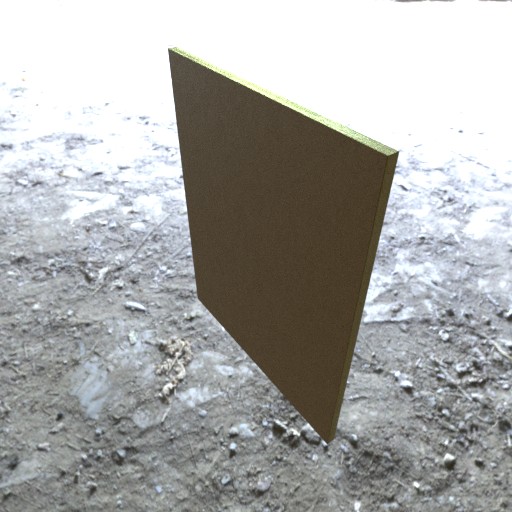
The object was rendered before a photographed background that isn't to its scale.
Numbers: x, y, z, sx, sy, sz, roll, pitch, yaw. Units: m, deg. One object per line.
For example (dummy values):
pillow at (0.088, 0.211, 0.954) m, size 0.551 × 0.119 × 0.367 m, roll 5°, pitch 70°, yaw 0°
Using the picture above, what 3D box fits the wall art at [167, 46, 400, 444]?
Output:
wall art at (0.000, 0.000, 1.330) m, size 0.030 × 1.002 × 0.798 m, roll -25°, pitch 46°, yaw -27°
